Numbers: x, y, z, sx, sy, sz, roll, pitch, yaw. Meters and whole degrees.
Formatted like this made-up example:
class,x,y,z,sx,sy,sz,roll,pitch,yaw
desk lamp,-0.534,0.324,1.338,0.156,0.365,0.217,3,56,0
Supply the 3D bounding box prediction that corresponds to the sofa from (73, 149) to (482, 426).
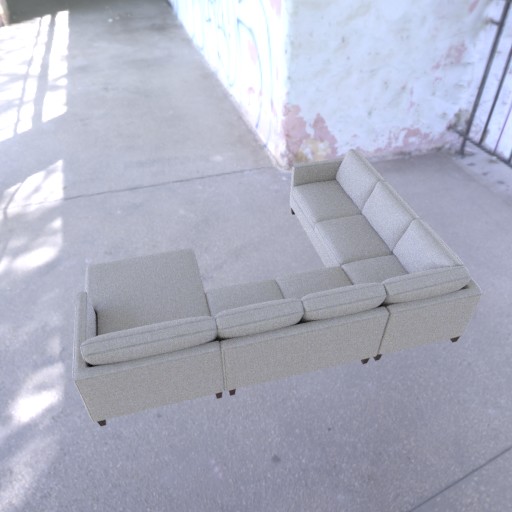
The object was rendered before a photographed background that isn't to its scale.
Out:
class,x,y,z,sx,sy,sz,roll,pitch,yaw
sofa,0.000,0.000,4.530,3.403,0.889,2.551,-10,42,-11
